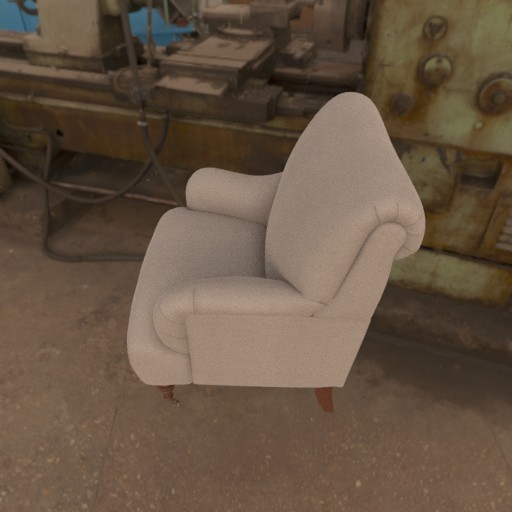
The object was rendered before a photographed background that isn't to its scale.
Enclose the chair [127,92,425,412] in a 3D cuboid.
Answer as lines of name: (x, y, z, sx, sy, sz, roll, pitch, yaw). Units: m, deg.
chair: (0.000, 0.000, 1.573, 0.842, 0.942, 0.766, 1, 40, 1)
